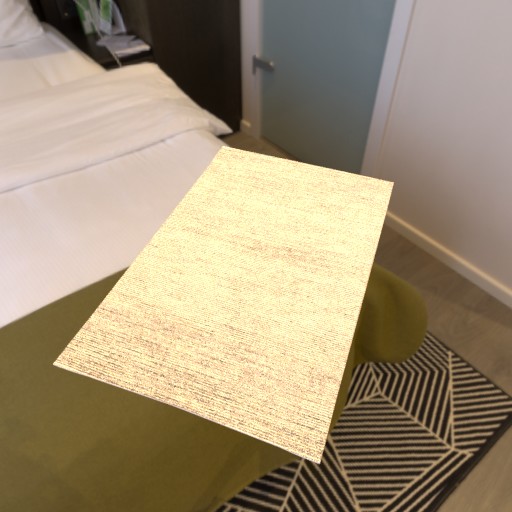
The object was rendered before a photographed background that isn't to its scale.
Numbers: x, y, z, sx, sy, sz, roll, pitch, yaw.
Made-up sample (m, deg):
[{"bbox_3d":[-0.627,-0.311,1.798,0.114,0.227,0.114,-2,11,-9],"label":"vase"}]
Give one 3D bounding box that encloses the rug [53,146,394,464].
[{"bbox_3d":[0.000,0.000,2.283,1.149,0.021,1.773,15,48,14],"label":"rug"}]
